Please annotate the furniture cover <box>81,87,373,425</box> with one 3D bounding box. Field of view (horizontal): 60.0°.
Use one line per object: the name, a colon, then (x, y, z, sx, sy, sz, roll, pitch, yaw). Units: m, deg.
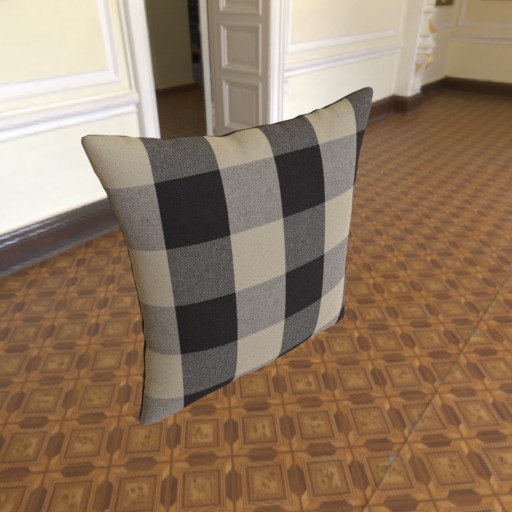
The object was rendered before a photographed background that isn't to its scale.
furniture cover: (0.000, 0.000, 0.777, 0.511, 0.509, 0.161, -21, 37, -31)
